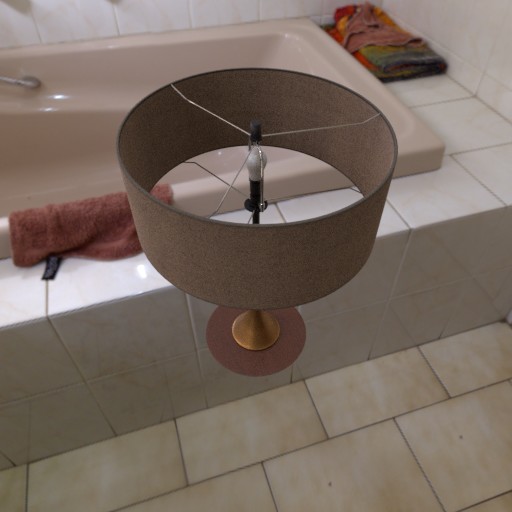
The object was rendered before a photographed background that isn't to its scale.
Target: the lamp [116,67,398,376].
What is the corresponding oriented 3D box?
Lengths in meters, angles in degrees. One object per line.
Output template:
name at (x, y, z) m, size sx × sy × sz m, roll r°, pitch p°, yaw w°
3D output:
lamp at (0.000, 0.000, 0.831) m, size 0.396 × 0.551 × 0.417 m, roll -11°, pitch 47°, yaw -10°
